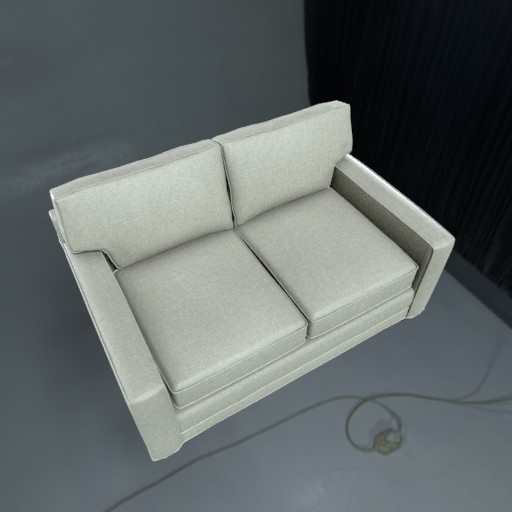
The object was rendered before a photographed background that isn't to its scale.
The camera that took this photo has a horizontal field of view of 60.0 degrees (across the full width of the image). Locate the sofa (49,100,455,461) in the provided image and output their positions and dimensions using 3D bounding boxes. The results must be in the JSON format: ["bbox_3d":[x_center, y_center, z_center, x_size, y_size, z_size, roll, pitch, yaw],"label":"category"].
[{"bbox_3d":[0.000,0.000,2.011,1.484,0.853,0.940,-23,51,-20],"label":"sofa"}]
